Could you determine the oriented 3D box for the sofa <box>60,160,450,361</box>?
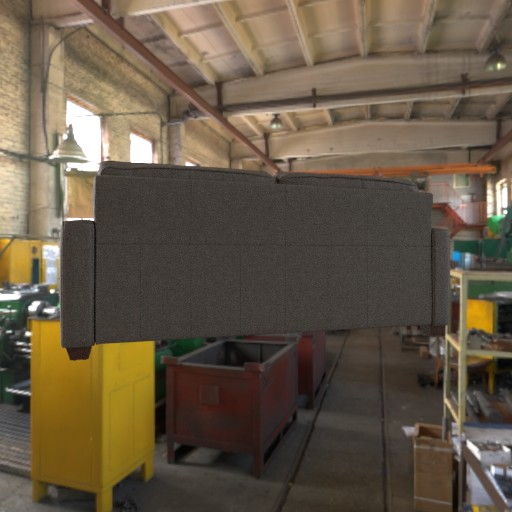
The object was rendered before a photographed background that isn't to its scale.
[{"bbox_3d":[0.000,0.000,2.631,2.080,0.919,0.940,0,0,-18],"label":"sofa"}]
